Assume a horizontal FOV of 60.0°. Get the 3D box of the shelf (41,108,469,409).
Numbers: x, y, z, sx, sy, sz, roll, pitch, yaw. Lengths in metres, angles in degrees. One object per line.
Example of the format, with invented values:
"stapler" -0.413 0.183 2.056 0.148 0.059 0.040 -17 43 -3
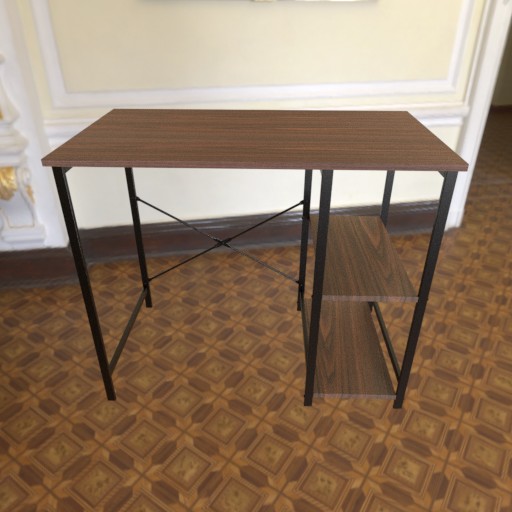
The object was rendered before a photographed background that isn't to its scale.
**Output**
"shelf" 0.000 0.000 1.336 0.902 0.750 0.498 1 30 2
